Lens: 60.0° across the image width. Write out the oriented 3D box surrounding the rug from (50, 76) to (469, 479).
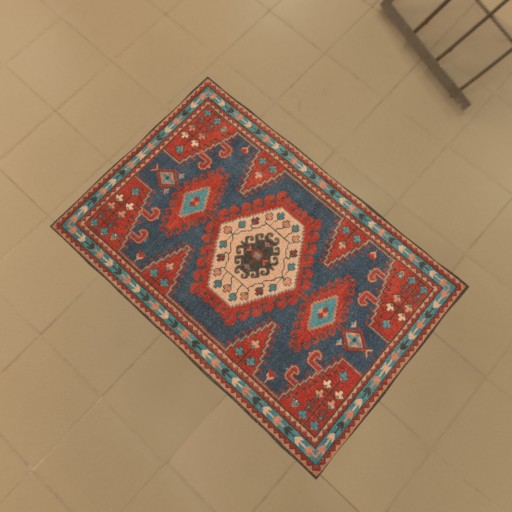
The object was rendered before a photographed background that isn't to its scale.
[{"bbox_3d":[0.000,0.000,2.272,1.820,0.012,1.207,41,80,9],"label":"rug"}]
